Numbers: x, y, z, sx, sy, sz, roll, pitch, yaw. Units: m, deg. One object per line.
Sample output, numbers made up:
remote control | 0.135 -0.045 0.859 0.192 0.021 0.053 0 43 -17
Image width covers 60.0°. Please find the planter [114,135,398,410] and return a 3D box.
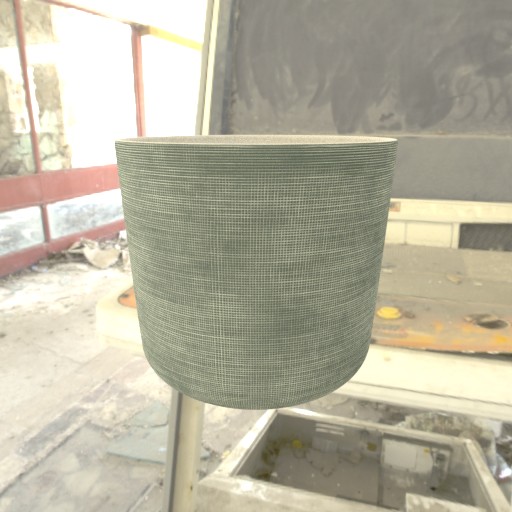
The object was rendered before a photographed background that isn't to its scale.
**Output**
planter | 0.000 0.000 0.774 0.440 0.398 0.440 0 17 0
